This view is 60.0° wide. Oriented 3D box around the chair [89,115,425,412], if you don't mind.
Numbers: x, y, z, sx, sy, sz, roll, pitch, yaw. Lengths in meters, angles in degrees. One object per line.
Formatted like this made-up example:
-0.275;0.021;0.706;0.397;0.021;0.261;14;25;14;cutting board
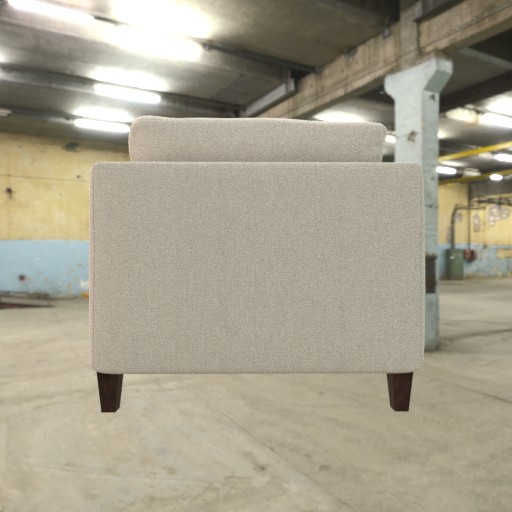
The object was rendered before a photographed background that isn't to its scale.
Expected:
0.000;0.000;1.738;0.996;0.919;0.959;0;0;-1;chair
